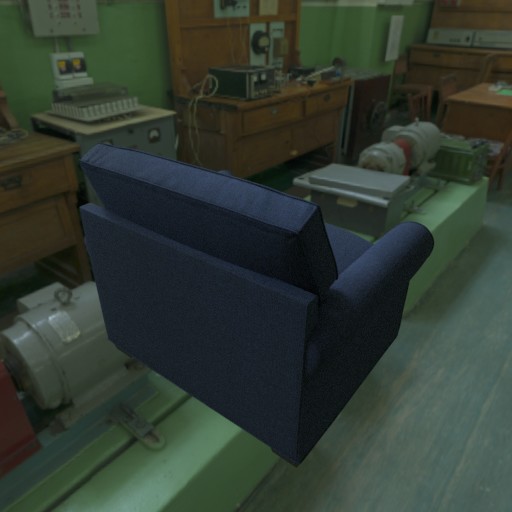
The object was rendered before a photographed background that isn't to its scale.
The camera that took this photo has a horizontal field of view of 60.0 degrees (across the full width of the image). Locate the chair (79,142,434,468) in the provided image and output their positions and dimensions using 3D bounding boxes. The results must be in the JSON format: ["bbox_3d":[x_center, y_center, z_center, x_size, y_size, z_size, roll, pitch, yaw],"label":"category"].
[{"bbox_3d":[0.000,0.000,1.994,1.285,1.044,0.963,21,36,32],"label":"chair"}]
